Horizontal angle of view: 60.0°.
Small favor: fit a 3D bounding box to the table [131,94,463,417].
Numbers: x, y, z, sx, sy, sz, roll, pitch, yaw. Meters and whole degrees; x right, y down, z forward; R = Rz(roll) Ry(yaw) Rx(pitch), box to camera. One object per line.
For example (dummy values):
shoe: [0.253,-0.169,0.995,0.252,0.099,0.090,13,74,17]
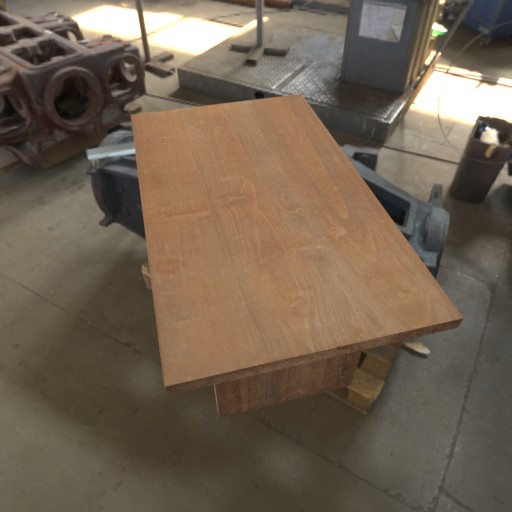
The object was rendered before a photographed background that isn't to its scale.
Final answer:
table: [0.000,0.000,2.148,0.946,0.780,1.609,-10,46,-10]
